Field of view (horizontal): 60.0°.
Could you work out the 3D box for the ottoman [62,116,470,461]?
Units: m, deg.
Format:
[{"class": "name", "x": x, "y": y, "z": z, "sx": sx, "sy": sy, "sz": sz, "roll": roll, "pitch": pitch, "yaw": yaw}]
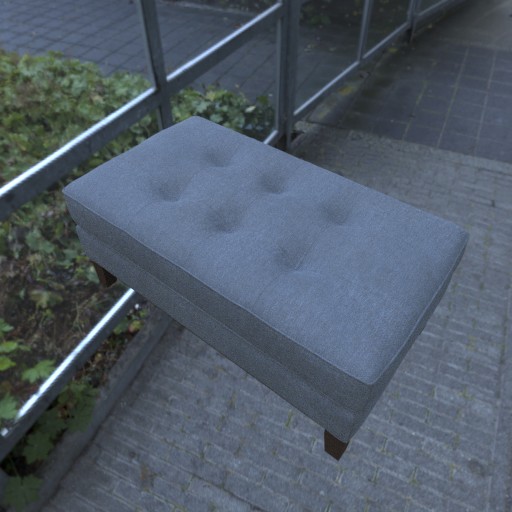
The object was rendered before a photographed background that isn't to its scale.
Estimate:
[{"class": "ottoman", "x": 0.000, "y": 0.000, "z": 1.487, "sx": 1.143, "sy": 0.514, "sz": 0.648, "roll": 30, "pitch": 52, "yaw": 26}]
